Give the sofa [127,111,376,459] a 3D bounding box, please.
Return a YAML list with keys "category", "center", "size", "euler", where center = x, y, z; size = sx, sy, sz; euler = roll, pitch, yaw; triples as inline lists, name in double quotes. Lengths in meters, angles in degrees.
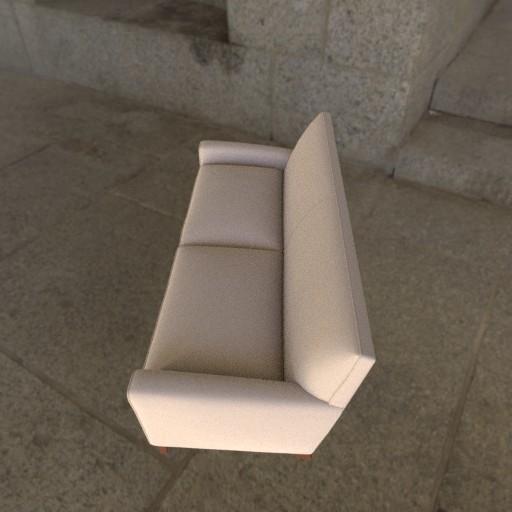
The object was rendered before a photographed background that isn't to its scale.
- category: "sofa"
  center: [0.000, 0.000, 2.444]
  size: [0.875, 0.846, 2.000]
  euler: [2, 42, 2]
